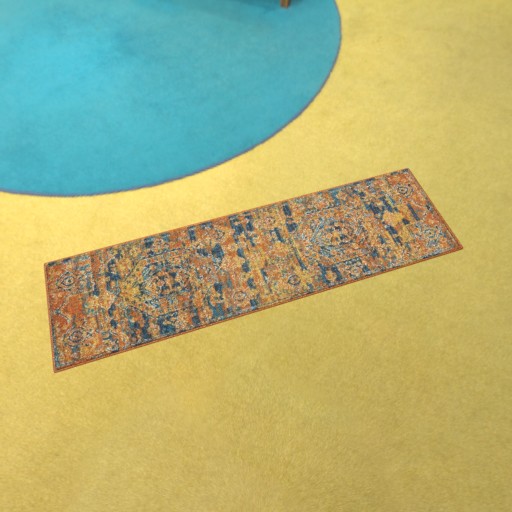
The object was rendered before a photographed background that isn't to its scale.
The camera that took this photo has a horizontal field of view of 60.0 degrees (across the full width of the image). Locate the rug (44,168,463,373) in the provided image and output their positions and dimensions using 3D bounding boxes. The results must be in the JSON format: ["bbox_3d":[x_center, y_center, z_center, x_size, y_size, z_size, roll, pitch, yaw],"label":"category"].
[{"bbox_3d":[0.000,0.000,2.490,2.274,0.016,0.651,-16,59,-10],"label":"rug"}]
